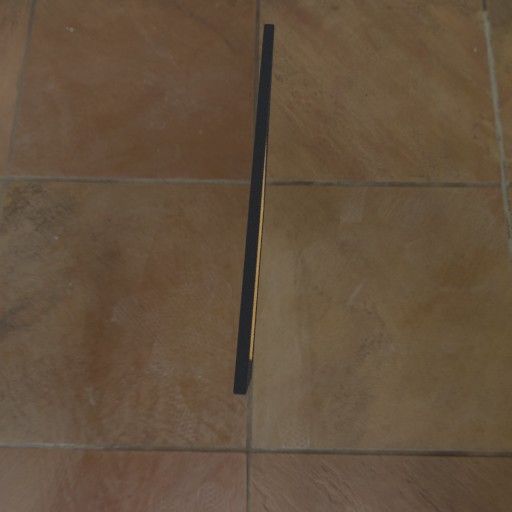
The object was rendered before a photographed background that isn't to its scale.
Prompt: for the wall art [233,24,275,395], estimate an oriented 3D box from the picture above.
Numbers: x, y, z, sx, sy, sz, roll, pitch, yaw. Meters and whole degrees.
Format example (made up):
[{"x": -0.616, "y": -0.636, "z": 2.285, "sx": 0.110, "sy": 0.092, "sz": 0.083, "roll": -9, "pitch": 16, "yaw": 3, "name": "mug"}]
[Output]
[{"x": 0.000, "y": 0.000, "z": 0.678, "sx": 0.012, "sy": 0.529, "sz": 0.374, "roll": 4, "pitch": 76, "yaw": 1, "name": "wall art"}]
